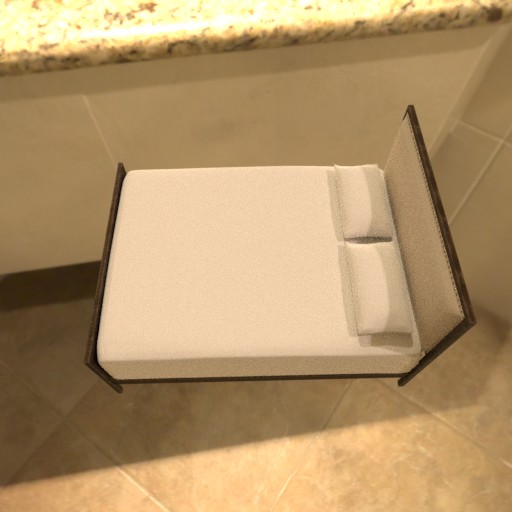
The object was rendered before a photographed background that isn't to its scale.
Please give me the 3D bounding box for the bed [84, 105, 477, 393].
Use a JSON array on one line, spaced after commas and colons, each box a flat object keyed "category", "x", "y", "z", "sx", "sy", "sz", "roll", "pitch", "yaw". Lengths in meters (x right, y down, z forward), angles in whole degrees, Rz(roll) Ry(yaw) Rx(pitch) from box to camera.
[{"category": "bed", "x": 0.000, "y": 0.000, "z": 3.219, "sx": 2.221, "sy": 1.313, "sz": 1.607, "roll": -1, "pitch": 60, "yaw": -1}]
